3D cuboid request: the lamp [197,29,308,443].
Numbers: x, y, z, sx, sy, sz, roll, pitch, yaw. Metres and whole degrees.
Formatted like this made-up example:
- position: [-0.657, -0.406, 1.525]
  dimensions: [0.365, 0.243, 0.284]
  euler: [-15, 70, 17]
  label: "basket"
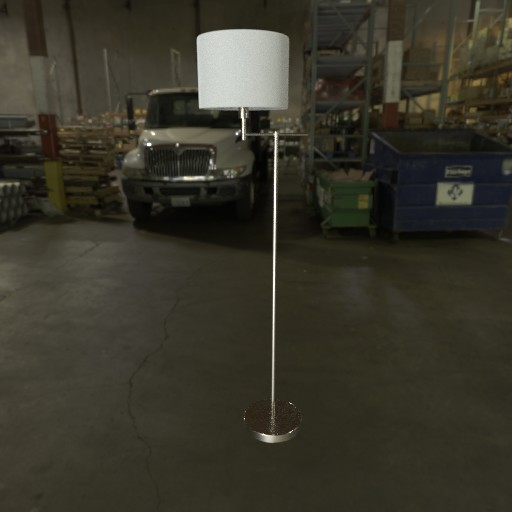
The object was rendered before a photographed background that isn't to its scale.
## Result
- position: [0.000, 0.000, 1.794]
  dimensions: [0.416, 1.600, 0.324]
  euler: [-2, 17, -8]
  label: "lamp"
